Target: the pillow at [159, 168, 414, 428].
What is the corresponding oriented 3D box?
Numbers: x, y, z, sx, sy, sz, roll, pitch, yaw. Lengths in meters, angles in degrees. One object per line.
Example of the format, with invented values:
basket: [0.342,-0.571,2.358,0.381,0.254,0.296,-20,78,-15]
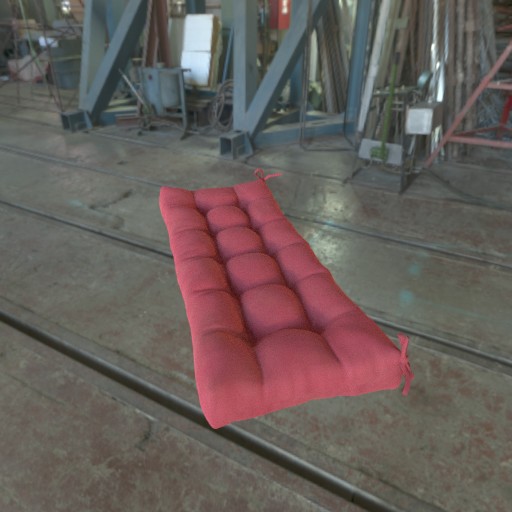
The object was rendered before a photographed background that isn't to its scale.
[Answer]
pillow: [0.000,0.000,1.372,0.511,0.174,1.194,-8,31,-13]
